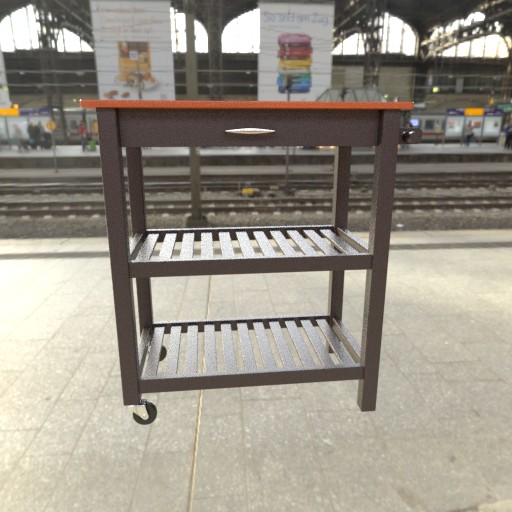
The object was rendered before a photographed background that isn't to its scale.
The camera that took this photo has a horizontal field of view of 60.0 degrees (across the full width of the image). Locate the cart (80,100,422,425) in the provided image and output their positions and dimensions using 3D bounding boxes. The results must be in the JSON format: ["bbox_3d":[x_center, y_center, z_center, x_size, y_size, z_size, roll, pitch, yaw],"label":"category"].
[{"bbox_3d":[0.000,0.000,1.443,0.899,0.927,0.457,-2,16,-6],"label":"cart"}]
